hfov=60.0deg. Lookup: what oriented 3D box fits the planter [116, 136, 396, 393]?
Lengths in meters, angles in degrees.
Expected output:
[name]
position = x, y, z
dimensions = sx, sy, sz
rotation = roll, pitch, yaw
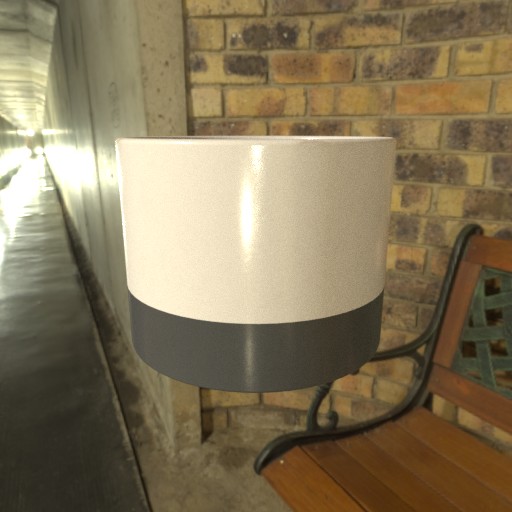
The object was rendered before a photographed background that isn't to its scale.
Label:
[planter]
position = 0.000, 0.000, 0.342
dimensions = 0.193, 0.177, 0.193
rotation = 0, 16, 0
